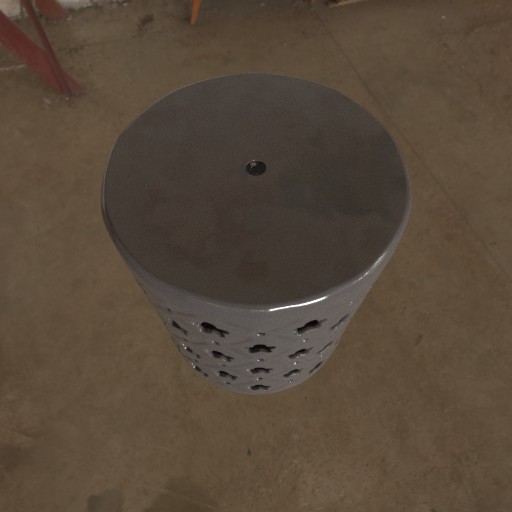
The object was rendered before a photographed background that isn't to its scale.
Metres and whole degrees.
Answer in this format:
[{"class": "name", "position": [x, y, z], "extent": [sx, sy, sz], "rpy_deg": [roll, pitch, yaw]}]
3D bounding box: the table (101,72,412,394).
[{"class": "table", "position": [0.000, 0.000, 0.662], "extent": [0.352, 0.387, 0.352], "rpy_deg": [0, 59, 0]}]
